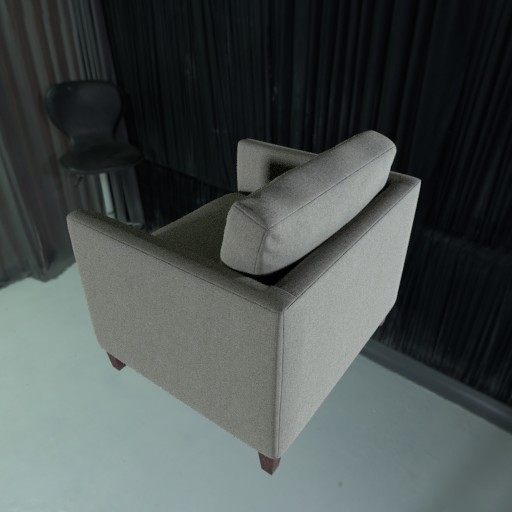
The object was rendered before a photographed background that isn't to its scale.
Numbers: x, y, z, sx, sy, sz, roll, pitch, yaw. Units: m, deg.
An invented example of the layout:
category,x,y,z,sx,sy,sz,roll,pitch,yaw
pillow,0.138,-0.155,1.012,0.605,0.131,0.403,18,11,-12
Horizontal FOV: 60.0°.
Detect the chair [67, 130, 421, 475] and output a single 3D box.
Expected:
category,x,y,z,sx,sy,sz,roll,pitch,yaw
chair,0.000,0.000,1.846,0.959,0.963,1.107,21,38,30
